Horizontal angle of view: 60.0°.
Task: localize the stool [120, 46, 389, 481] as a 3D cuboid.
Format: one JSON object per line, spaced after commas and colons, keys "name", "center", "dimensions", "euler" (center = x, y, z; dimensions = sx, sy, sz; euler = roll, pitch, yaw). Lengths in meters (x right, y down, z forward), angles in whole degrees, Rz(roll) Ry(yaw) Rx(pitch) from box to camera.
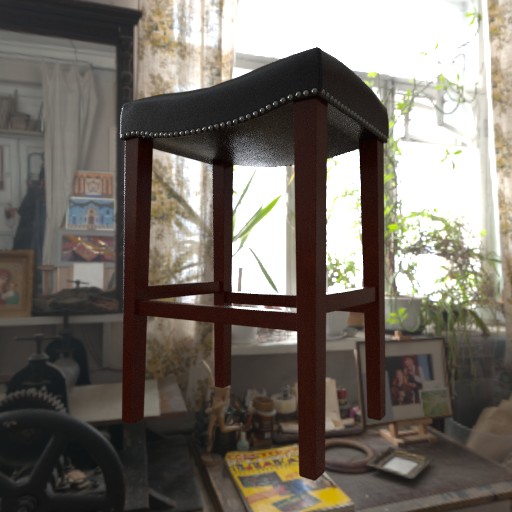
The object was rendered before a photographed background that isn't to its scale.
{"name": "stool", "center": [0.000, 0.000, 1.010], "dimensions": [0.504, 0.742, 0.372], "euler": [0, 0, 34]}
